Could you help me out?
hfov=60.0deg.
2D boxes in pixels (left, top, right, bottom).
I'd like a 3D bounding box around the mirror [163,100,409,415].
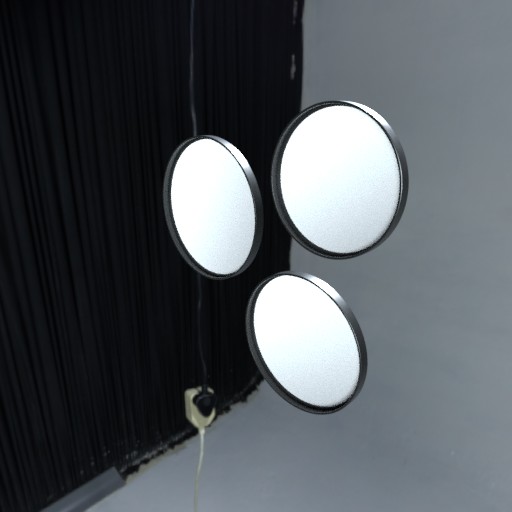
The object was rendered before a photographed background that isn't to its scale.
[{"bbox_3d":[0.000,0.000,3.204,2.160,2.096,0.076,16,24,41],"label":"mirror"}]
